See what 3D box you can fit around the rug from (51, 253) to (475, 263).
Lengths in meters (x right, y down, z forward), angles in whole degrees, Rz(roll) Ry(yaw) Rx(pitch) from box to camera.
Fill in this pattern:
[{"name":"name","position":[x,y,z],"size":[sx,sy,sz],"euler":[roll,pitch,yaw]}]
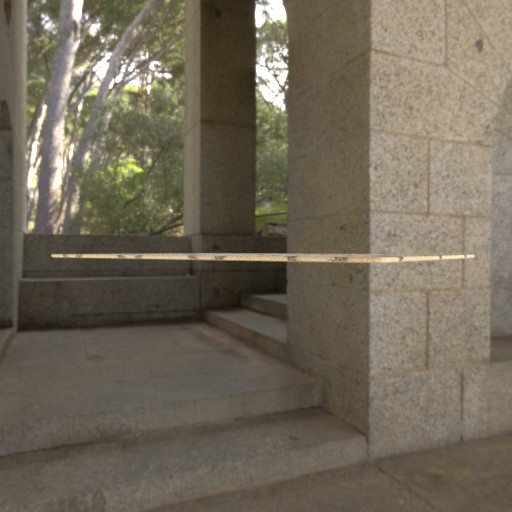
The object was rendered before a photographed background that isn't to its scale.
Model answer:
[{"name":"rug","position":[0.000,0.000,3.374],"size":[2.701,0.026,1.801],"euler":[1,1,38]}]
